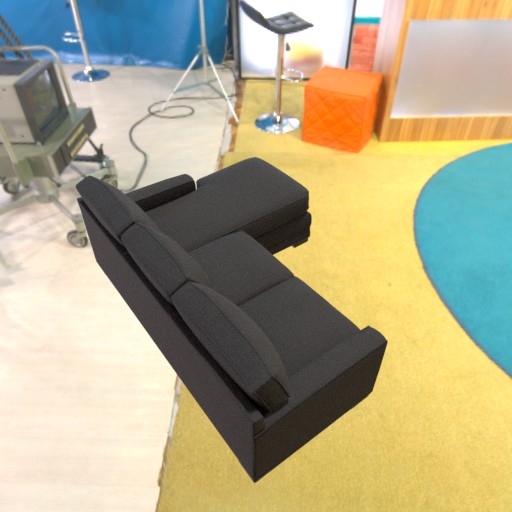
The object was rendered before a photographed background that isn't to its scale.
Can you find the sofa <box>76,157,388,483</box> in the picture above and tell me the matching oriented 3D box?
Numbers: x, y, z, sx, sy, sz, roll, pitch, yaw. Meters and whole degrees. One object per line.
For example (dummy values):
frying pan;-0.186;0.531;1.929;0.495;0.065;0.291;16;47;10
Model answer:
sofa;0.000;0.000;3.350;1.790;0.973;2.370;-26;48;-27
